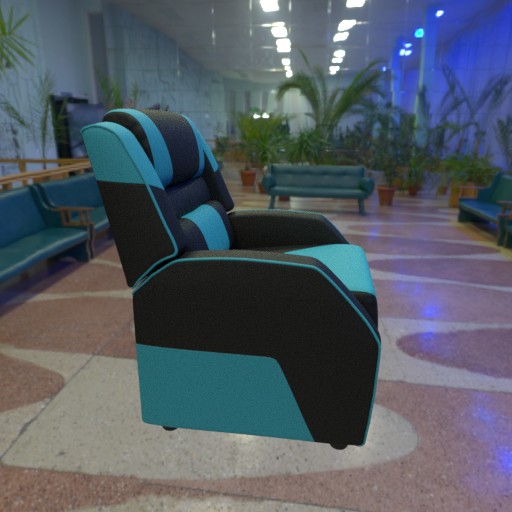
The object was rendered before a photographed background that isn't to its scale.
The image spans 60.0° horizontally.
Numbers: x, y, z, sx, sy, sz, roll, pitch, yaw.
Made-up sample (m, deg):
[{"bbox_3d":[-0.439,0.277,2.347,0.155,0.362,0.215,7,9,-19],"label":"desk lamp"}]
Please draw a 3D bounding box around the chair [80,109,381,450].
[{"bbox_3d":[0.000,0.000,1.280,0.672,0.805,0.620,3,17,9],"label":"chair"}]
